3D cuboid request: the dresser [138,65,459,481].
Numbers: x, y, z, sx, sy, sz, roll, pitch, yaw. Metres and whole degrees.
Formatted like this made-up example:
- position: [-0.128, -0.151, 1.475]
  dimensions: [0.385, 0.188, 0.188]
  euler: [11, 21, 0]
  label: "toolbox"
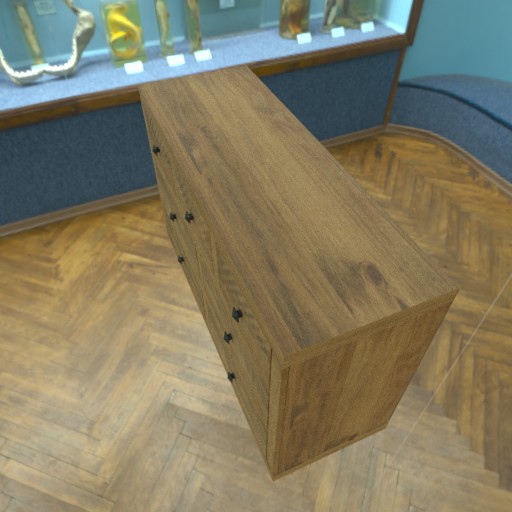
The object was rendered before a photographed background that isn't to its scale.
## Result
- position: [0.000, 0.000, 1.634]
  dimensions: [0.479, 0.825, 1.261]
  euler: [-18, 49, -16]
  label: "dresser"
